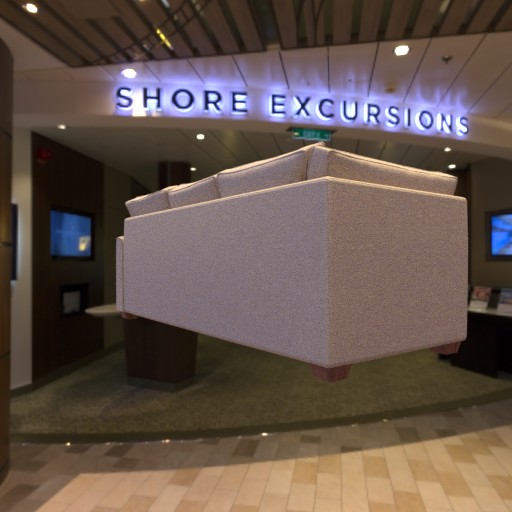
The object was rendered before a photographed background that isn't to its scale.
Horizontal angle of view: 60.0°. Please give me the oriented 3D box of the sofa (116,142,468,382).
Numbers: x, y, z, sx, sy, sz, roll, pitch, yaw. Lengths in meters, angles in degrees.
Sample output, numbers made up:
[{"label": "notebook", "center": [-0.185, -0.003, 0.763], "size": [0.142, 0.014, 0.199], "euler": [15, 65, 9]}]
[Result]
[{"label": "sofa", "center": [0.000, 0.000, 2.852], "size": [1.061, 0.962, 2.317], "euler": [0, 0, -36]}]
